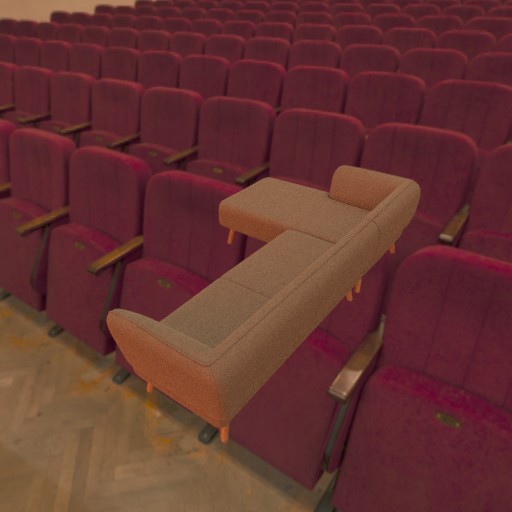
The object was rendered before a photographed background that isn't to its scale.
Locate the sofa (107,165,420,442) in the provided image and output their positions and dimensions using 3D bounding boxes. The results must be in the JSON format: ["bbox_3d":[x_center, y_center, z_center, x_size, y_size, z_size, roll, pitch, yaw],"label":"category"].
[{"bbox_3d":[0.000,0.000,3.320,1.532,0.693,2.653,21,38,30],"label":"sofa"}]
